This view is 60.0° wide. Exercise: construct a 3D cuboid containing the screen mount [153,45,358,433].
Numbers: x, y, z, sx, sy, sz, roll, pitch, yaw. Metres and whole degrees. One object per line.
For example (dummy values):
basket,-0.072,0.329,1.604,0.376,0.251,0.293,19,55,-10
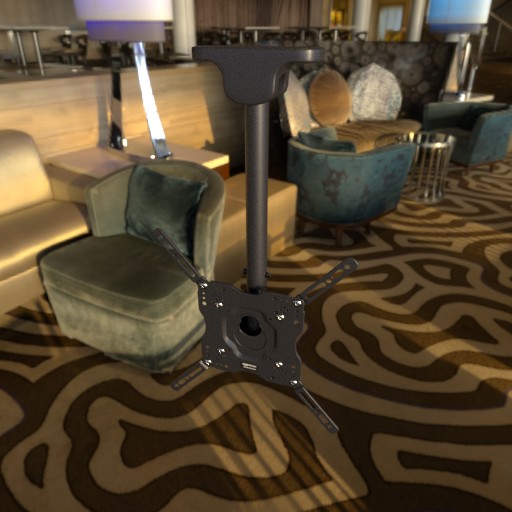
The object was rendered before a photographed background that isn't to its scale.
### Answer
screen mount,0.000,0.000,0.853,0.393,0.729,0.090,9,29,17
